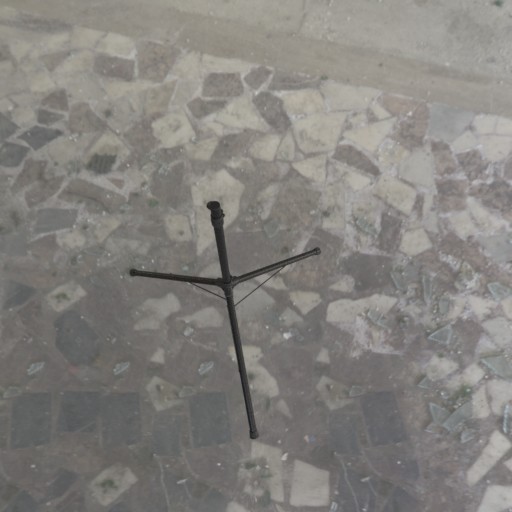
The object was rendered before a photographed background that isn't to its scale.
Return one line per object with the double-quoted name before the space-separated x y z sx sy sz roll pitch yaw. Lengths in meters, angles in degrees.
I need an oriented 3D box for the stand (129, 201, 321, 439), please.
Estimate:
"stand" 0.000 0.000 2.739 1.339 1.595 1.596 -35 69 -15
